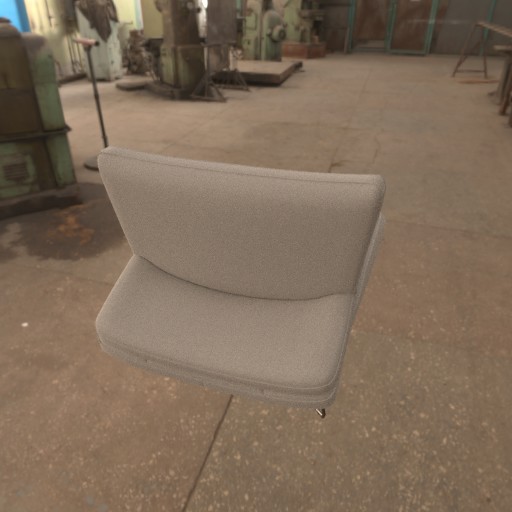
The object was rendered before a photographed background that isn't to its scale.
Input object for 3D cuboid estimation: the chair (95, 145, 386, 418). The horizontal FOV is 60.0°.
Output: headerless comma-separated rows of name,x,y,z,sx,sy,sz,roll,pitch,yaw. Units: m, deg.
chair,0.000,0.000,1.625,0.859,0.855,1.008,10,32,16
